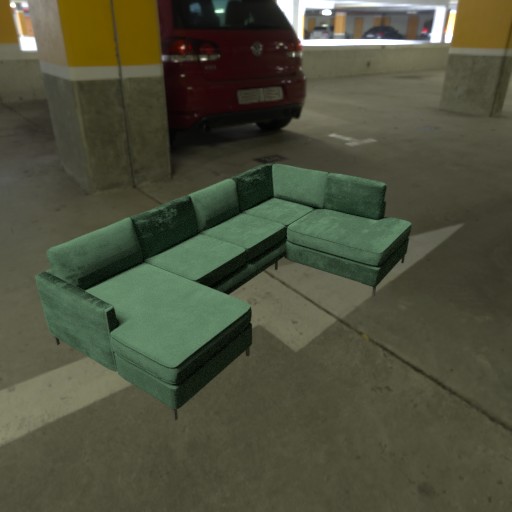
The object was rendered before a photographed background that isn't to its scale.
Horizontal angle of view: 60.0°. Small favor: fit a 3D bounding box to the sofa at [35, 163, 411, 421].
[{"bbox_3d":[0.000,0.000,4.442,2.055,0.992,3.434,18,32,31],"label":"sofa"}]
